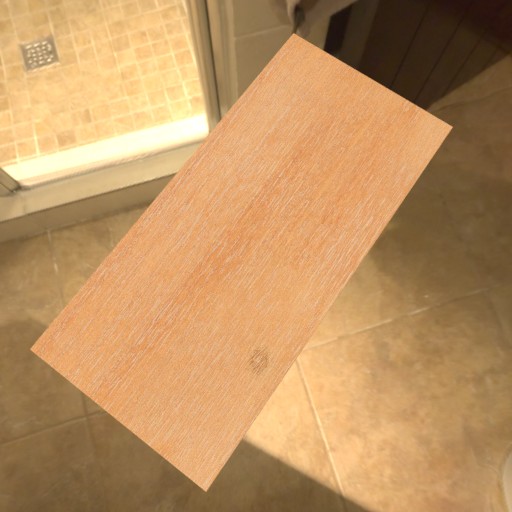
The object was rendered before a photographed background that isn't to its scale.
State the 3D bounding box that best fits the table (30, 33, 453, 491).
[{"bbox_3d":[0.000,0.000,1.256,0.483,0.457,1.016,35,78,9],"label":"table"}]
